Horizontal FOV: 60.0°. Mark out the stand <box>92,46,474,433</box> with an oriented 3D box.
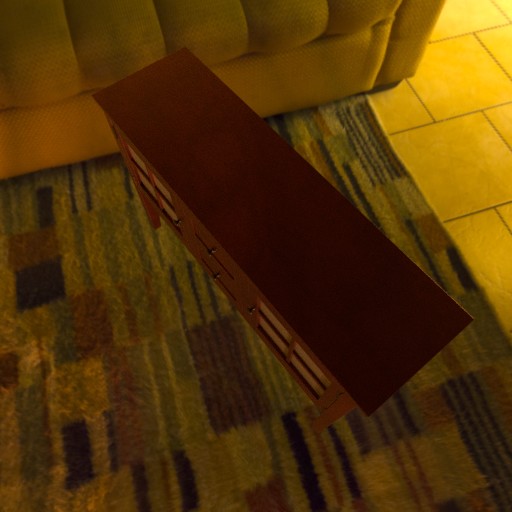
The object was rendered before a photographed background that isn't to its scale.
[{"bbox_3d":[0.000,0.000,1.754,0.410,0.872,1.362,-36,69,-16],"label":"stand"}]
